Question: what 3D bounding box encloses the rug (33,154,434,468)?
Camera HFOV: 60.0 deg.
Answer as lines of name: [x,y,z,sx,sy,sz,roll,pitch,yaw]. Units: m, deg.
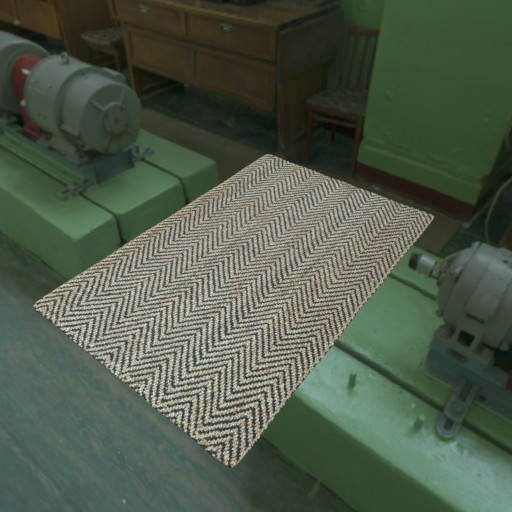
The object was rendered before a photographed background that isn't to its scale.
rug: [0.000,0.000,2.309,1.219,0.008,1.828,27,48,27]
